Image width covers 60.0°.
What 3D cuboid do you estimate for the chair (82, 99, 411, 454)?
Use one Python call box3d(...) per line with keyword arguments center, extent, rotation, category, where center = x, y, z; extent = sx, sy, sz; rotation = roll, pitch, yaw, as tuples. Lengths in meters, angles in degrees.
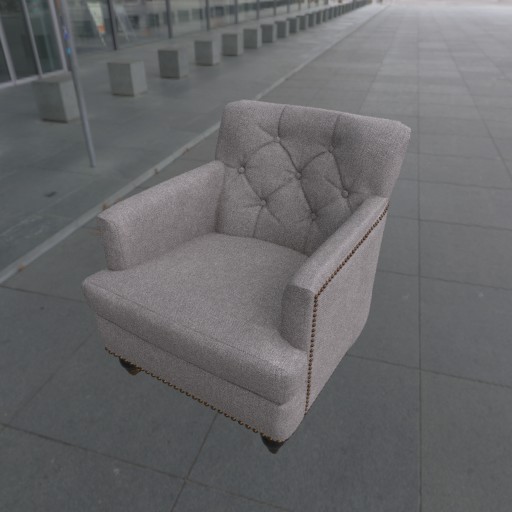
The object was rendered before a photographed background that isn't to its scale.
box3d(center=(0.000, 0.000, 1.499), extent=(0.737, 0.823, 0.902), rotation=(18, 36, 27), category="chair")
